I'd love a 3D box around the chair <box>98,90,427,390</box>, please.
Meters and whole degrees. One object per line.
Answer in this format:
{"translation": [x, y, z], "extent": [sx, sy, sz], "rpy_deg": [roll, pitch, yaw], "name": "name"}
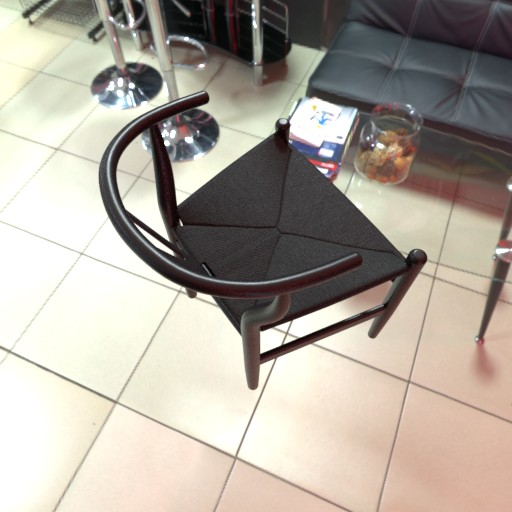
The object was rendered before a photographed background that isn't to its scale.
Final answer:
{"translation": [0.000, 0.000, 1.135], "extent": [0.579, 0.730, 0.569], "rpy_deg": [-30, 63, -17], "name": "chair"}
